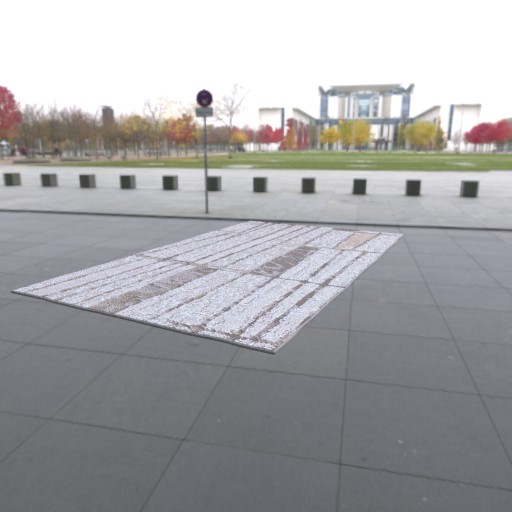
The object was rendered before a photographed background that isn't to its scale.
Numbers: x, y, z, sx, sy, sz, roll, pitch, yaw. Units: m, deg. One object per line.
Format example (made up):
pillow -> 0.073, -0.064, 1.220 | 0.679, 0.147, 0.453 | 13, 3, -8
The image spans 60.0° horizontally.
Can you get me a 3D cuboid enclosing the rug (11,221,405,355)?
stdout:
rug -> 0.000, 0.000, 1.027 | 0.515, 0.007, 0.867 | 7, 16, 27
